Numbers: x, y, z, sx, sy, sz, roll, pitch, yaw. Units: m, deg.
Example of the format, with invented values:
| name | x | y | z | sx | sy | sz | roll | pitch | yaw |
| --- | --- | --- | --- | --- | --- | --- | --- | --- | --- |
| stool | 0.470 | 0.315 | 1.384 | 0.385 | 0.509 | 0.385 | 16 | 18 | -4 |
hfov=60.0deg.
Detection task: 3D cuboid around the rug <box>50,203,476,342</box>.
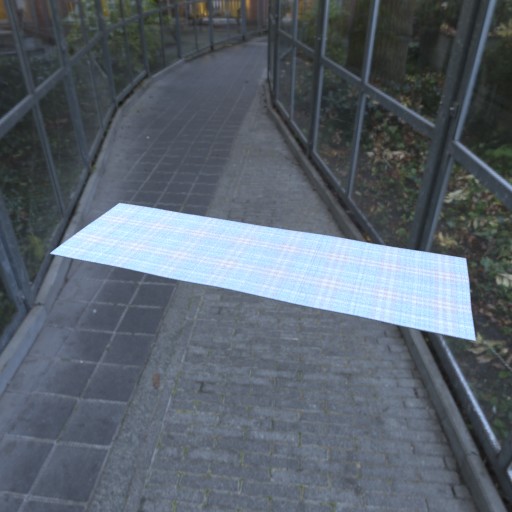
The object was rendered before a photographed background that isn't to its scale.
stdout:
| name | x | y | z | sx | sy | sz | roll | pitch | yaw |
| --- | --- | --- | --- | --- | --- | --- | --- | --- | --- |
| rug | 0.000 | 0.000 | 2.718 | 2.439 | 0.013 | 0.762 | 10 | 34 | 16 |
